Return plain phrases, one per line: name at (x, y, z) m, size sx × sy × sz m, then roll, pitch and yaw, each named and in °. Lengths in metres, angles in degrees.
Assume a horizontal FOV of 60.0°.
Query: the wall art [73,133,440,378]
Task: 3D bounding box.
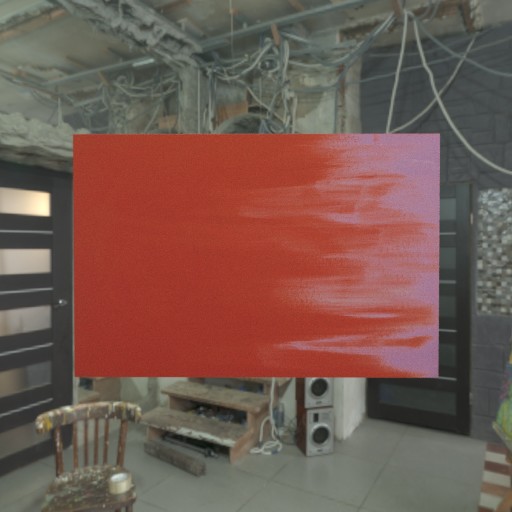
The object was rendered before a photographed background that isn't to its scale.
wall art at (0.000, 0.000, 0.752) m, size 0.607 × 0.405 × 0.033 m, roll 0°, pitch 1°, yaw 0°
